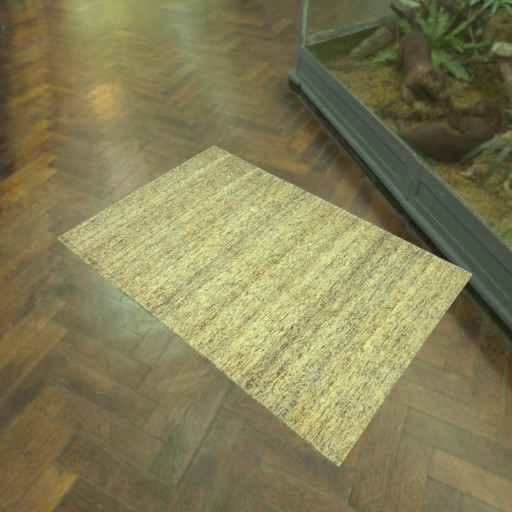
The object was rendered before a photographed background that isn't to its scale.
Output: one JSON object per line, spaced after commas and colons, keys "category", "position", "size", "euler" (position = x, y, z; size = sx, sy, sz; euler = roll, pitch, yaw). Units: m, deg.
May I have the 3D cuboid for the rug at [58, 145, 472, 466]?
{"category": "rug", "position": [0.000, 0.000, 2.351], "size": [1.846, 0.014, 1.243], "euler": [32, 54, 27]}
